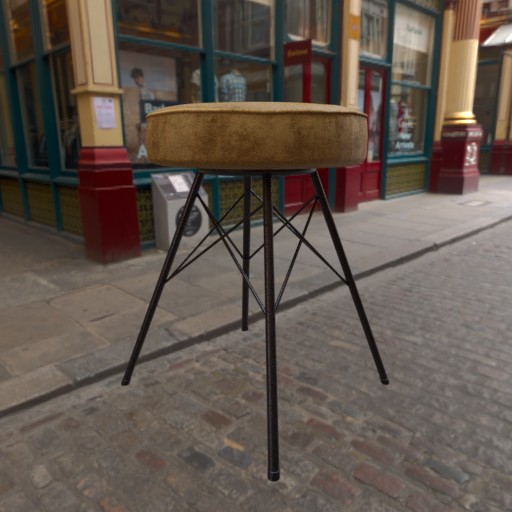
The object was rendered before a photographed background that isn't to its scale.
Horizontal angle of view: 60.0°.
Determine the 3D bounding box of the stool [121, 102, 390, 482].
[{"bbox_3d":[0.000,0.000,0.936,0.472,0.595,0.438,13,20,42],"label":"stool"}]
